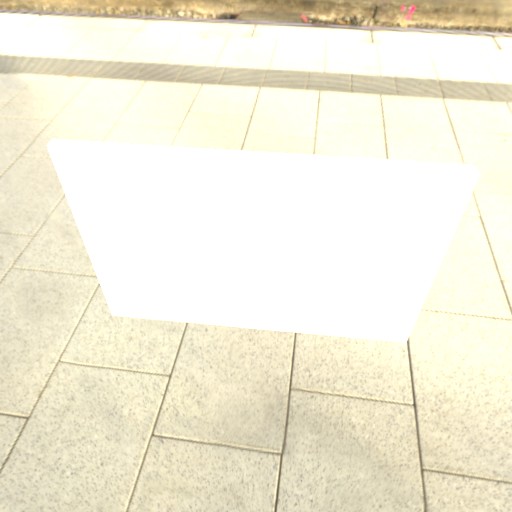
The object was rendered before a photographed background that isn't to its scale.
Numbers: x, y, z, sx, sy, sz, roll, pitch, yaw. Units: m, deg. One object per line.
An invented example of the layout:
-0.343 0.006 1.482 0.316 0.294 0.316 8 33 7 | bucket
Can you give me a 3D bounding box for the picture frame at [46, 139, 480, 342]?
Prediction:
0.000 0.000 1.206 0.950 0.640 0.029 5 46 4 | picture frame
